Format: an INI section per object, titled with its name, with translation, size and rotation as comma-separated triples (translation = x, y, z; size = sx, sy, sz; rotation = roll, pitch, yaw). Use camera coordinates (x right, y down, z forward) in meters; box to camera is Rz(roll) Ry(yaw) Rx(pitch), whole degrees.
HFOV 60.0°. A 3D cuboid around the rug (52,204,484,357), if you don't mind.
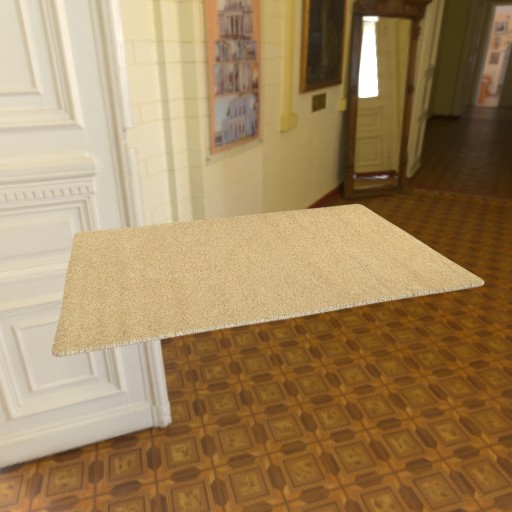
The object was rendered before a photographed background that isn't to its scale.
[rug]
translation = 0.000, 0.000, 2.923
size = 2.349, 0.026, 1.500
rotation = -7, 26, -15
